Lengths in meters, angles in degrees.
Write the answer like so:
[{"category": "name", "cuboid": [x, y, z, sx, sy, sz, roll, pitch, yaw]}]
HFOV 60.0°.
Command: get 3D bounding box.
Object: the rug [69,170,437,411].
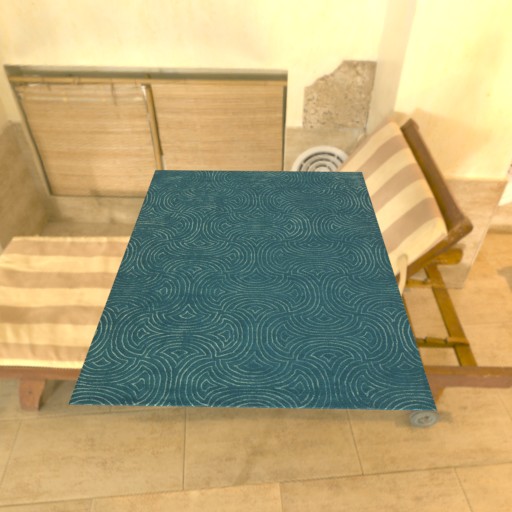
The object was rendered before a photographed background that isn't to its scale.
[{"category": "rug", "cuboid": [0.000, 0.000, 4.062, 2.432, 0.012, 3.033, 1, 41, 1]}]
